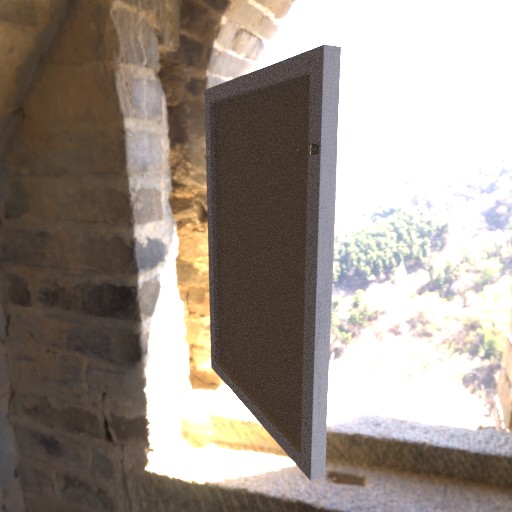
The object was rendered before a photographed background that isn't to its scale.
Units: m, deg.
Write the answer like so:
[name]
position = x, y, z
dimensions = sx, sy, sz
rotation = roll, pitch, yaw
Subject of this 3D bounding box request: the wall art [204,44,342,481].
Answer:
[wall art]
position = 0.000, 0.000, 1.181
dimensions = 0.043, 0.914, 0.624
rotation = -6, 14, -26
